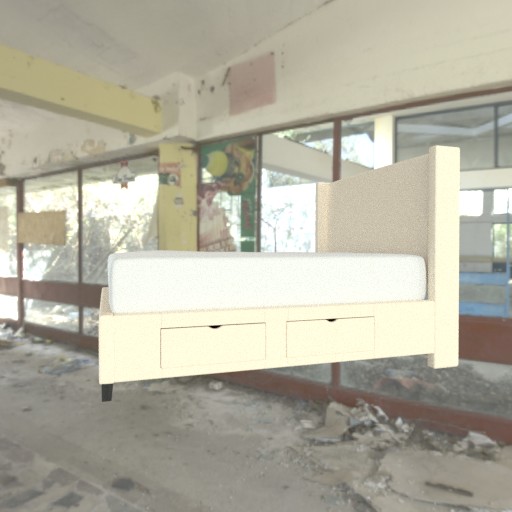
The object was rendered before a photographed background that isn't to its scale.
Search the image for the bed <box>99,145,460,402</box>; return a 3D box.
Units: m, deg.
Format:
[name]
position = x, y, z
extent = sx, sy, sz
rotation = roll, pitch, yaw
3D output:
[bed]
position = 0.000, 0.000, 3.431
extent = 2.280, 1.471, 1.765
rotation = 0, 1, -19
